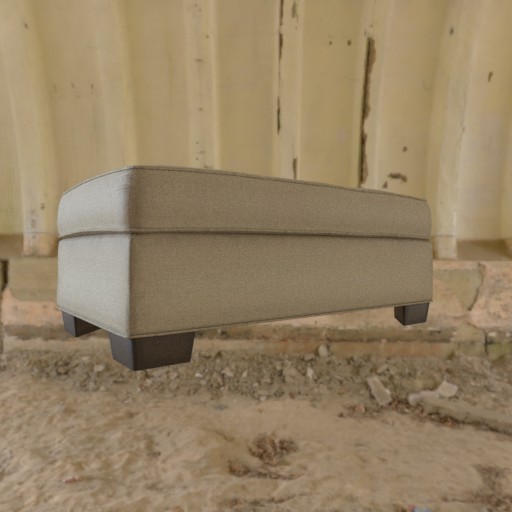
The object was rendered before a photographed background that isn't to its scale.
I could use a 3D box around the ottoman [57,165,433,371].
[{"bbox_3d":[0.000,0.000,1.451,1.097,0.461,0.617,-1,1,-37],"label":"ottoman"}]
